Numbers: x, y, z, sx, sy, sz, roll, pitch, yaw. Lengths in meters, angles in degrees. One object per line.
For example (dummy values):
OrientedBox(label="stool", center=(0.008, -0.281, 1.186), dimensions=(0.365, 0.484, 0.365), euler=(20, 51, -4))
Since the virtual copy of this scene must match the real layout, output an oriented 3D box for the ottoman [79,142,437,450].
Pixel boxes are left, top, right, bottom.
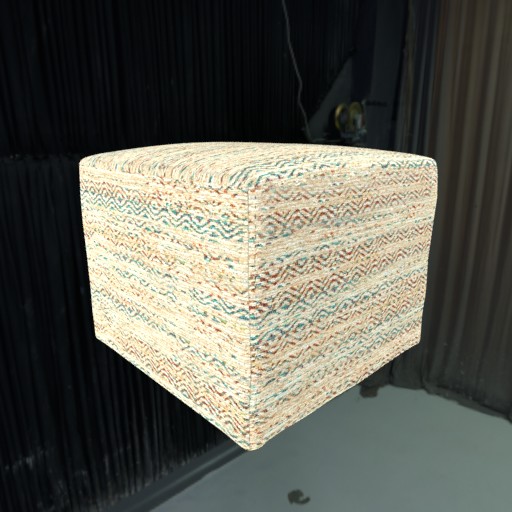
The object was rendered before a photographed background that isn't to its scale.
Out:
OrientedBox(label="ottoman", center=(0.000, 0.000, 0.917), dimensions=(0.512, 0.453, 0.521), euler=(-14, 21, -41))
